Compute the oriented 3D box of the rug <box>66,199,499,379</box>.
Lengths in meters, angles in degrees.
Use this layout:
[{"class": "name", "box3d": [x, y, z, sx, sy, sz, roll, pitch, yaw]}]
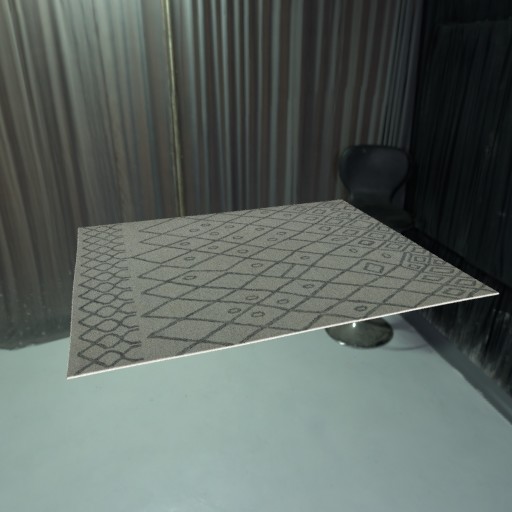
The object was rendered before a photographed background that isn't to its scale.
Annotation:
[{"class": "rug", "box3d": [0.000, 0.000, 3.950, 3.046, 0.015, 2.446, -8, 26, -17]}]
